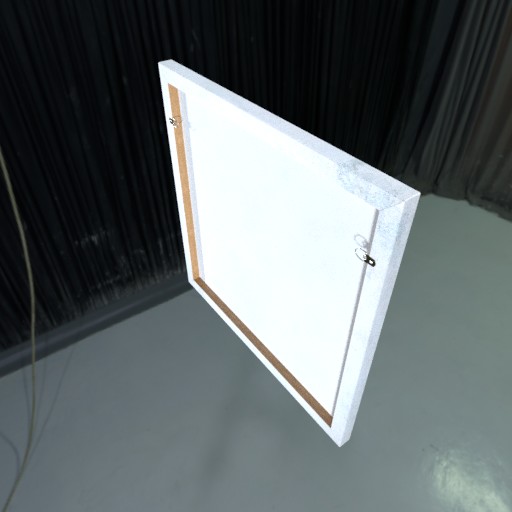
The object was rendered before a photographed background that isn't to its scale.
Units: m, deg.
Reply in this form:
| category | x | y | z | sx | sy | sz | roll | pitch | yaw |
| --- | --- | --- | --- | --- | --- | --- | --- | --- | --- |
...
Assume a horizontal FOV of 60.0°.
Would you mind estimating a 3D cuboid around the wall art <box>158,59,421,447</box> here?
| category | x | y | z | sx | sy | sz | roll | pitch | yaw |
| --- | --- | --- | --- | --- | --- | --- | --- | --- | --- |
| wall art | 0.000 | 0.000 | 1.128 | 0.041 | 0.762 | 0.762 | -26 | 48 | -27 |
